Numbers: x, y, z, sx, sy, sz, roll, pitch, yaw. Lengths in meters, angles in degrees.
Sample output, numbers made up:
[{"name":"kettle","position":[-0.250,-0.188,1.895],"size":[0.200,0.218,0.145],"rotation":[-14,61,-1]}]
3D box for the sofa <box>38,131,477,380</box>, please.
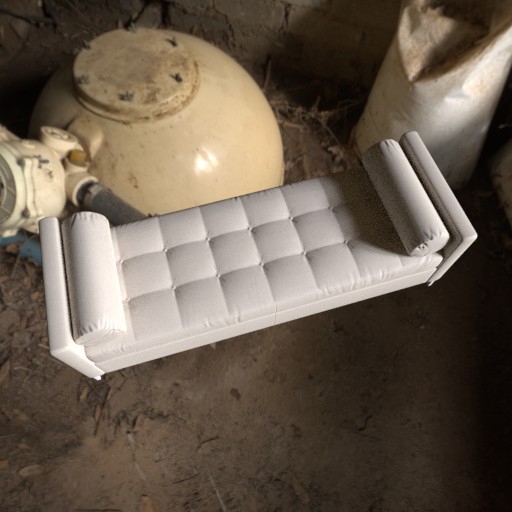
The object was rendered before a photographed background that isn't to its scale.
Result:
[{"name":"sofa","position":[0.000,0.000,2.362],"size":[1.981,0.635,0.686],"rotation":[-15,64,-7]}]
